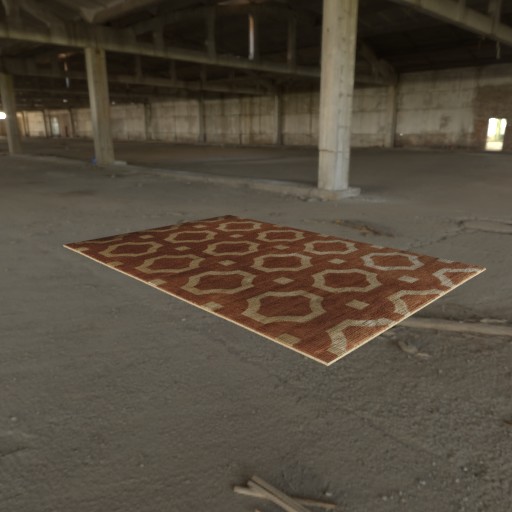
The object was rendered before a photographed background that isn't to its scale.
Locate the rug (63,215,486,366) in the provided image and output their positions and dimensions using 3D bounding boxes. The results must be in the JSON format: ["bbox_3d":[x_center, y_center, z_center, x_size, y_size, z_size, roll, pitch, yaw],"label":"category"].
[{"bbox_3d":[0.000,0.000,2.865,1.555,0.016,2.286,-16,22,-43],"label":"rug"}]
